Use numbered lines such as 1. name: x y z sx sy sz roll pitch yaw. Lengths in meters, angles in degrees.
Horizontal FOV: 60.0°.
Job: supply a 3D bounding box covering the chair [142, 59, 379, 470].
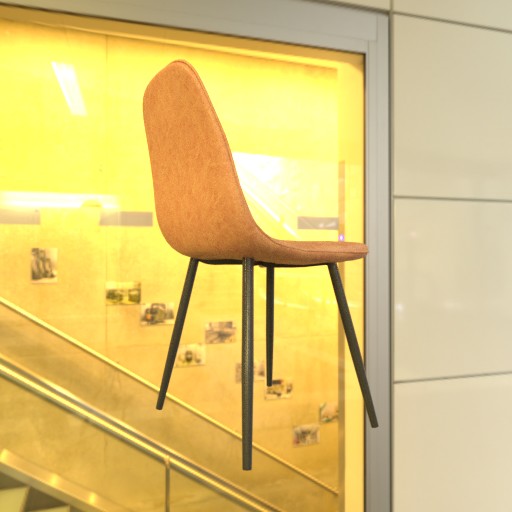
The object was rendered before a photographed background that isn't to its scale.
1. chair: 0.000 0.000 1.209 0.561 0.889 0.472 0 0 -35
